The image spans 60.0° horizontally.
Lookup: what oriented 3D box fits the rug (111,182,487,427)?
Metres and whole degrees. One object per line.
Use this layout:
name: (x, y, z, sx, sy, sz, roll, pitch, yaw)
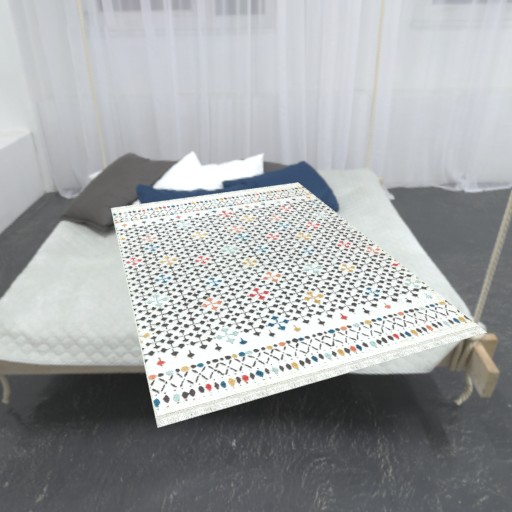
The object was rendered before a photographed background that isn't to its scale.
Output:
rug: (0.000, 0.000, 4.124, 2.354, 0.007, 3.196, -11, 32, -17)
